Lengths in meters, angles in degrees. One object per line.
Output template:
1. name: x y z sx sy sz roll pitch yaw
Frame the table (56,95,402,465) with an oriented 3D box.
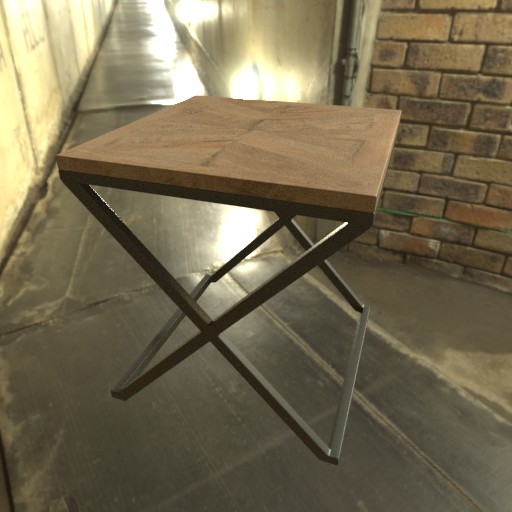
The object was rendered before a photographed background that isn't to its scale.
1. table: 0.000 0.000 0.965 0.498 0.550 0.499 10 32 16
